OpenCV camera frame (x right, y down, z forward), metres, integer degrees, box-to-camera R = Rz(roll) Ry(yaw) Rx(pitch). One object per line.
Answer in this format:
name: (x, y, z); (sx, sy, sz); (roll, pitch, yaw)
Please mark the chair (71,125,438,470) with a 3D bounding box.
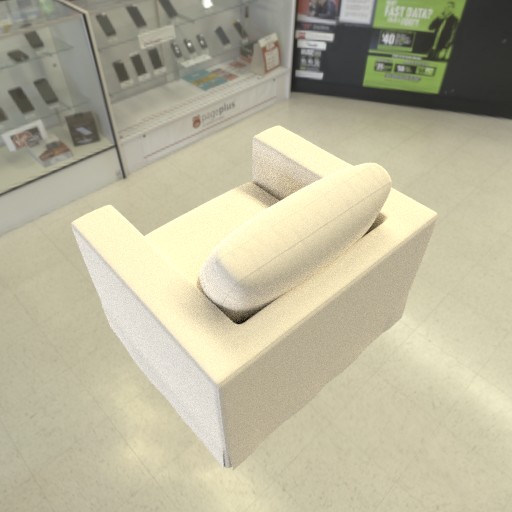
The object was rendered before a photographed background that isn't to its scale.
chair: (0.000, 0.000, 1.872); (1.150, 0.878, 0.957); (-33, 54, -28)
